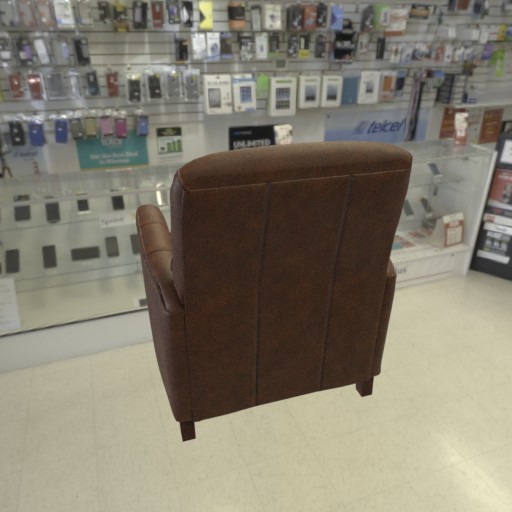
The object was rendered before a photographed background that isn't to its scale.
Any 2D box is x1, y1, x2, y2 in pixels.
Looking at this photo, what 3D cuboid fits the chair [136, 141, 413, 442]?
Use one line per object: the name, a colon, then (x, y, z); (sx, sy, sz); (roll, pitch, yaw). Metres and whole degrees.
chair: (0.000, 0.000, 1.687); (0.839, 1.010, 0.850); (-8, 28, -16)
